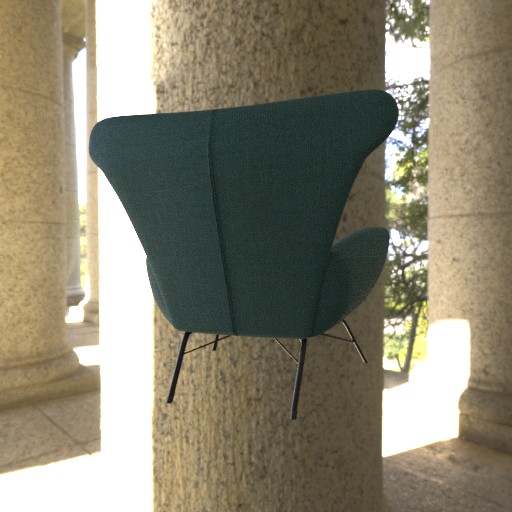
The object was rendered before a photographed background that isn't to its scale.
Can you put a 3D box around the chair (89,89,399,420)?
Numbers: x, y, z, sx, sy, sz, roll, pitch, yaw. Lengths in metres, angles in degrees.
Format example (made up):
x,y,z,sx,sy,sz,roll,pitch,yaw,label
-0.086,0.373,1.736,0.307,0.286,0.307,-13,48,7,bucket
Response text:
x,y,z,sx,sy,sz,roll,pitch,yaw,label
0.000,0.000,1.713,1.050,0.980,0.900,0,1,18,chair
